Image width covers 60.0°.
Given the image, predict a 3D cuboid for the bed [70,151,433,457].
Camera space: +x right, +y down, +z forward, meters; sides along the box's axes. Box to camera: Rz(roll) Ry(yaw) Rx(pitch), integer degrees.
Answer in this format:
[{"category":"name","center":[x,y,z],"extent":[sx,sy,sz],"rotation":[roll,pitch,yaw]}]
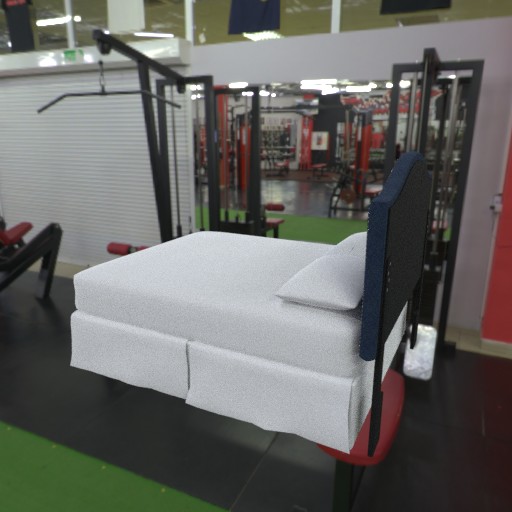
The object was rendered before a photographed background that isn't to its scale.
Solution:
[{"category":"bed","center":[0.000,0.000,3.222],"extent":[2.153,1.518,1.725],"rotation":[8,17,26]}]
